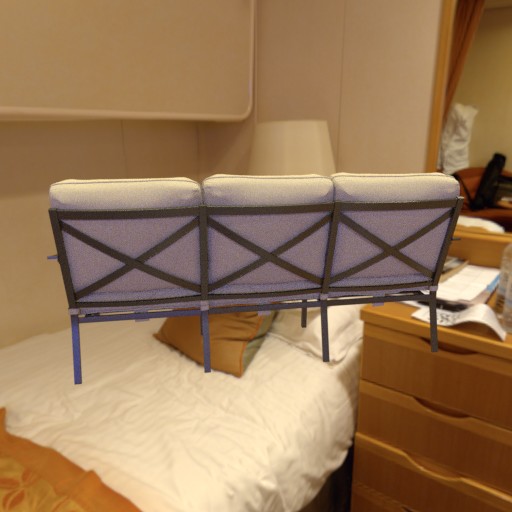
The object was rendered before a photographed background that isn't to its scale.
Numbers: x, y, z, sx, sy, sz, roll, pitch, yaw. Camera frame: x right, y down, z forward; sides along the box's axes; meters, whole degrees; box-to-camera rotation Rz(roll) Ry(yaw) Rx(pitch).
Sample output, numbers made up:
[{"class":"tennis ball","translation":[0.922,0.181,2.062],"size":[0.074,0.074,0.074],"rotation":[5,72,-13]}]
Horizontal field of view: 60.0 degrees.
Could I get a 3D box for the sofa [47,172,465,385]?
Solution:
[{"class":"sofa","translation":[0.000,0.000,2.198],"size":[1.740,0.860,0.787],"rotation":[-3,16,-9]}]
